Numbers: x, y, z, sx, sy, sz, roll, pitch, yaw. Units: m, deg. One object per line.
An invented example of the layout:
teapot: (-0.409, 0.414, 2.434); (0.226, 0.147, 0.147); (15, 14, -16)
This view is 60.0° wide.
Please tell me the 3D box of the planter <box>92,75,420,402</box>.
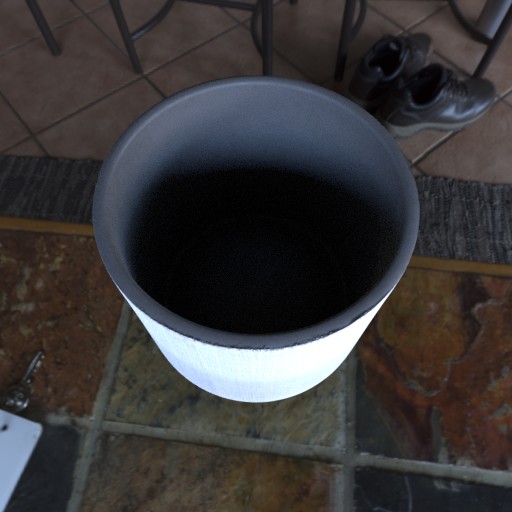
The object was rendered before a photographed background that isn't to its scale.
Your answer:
planter: (0.000, 0.000, 0.385); (0.221, 0.201, 0.221); (0, 63, 0)
